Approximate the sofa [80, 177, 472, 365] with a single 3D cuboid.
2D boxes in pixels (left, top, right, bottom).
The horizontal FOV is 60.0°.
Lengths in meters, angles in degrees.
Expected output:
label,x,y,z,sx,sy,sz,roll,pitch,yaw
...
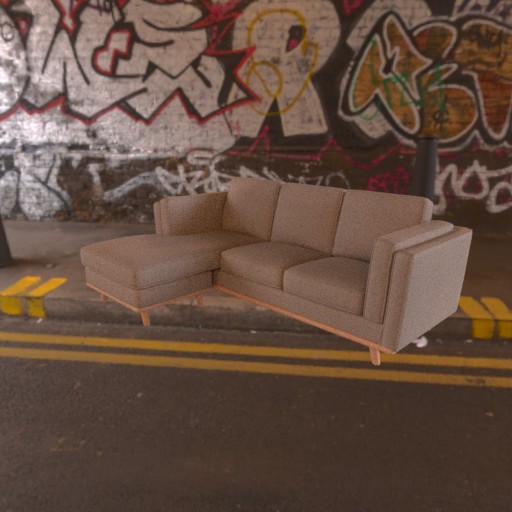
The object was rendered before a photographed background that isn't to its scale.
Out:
label,x,y,z,sx,sy,sz,roll,pitch,yaw
sofa,0.000,0.000,3.186,1.604,0.929,2.411,-15,22,-43
